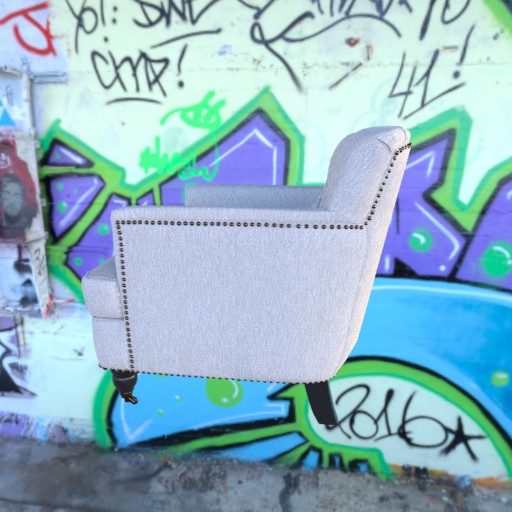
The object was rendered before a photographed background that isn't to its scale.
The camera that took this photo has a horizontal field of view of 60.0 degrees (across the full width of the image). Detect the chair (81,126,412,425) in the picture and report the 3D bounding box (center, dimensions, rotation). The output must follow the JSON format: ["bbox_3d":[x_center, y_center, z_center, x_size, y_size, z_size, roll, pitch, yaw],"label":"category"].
[{"bbox_3d":[0.000,0.000,1.496,0.902,0.823,0.737,2,14,8],"label":"chair"}]
